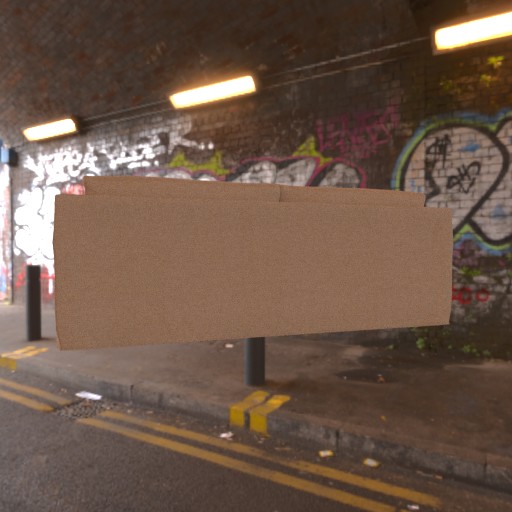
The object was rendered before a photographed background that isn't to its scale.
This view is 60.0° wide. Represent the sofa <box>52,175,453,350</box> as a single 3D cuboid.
[{"bbox_3d":[0.000,0.000,2.812,2.296,0.847,0.956,0,1,-19],"label":"sofa"}]
